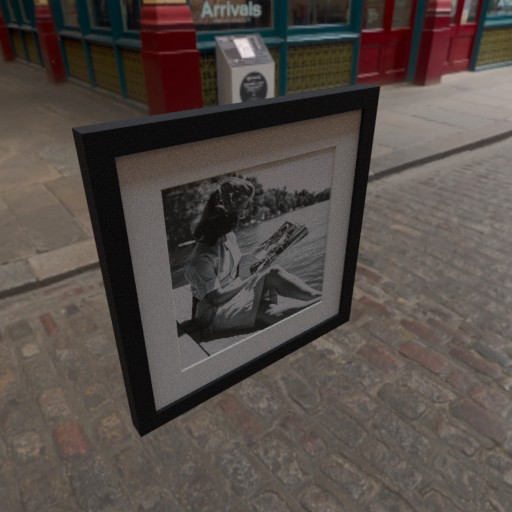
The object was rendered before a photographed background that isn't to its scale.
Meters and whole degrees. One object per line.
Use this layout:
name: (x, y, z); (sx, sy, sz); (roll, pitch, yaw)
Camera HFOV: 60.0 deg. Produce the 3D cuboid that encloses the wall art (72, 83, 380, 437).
wall art: (0.000, 0.000, 0.688); (0.462, 0.458, 0.030); (-21, 36, -32)
